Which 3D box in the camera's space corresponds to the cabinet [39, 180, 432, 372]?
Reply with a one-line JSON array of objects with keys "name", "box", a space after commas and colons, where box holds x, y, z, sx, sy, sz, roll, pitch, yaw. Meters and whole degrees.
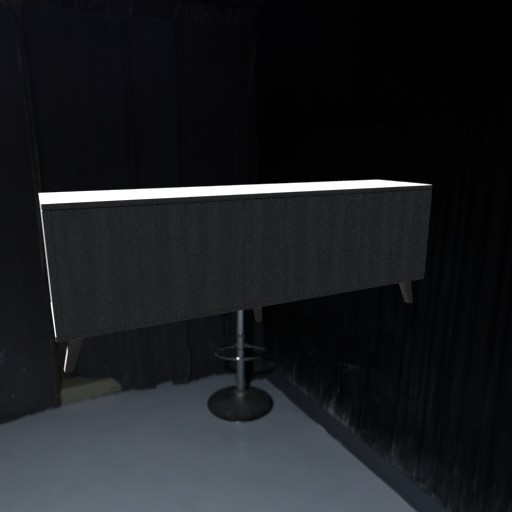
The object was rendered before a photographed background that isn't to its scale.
[{"name": "cabinet", "box": [0.000, 0.000, 2.581, 2.198, 0.779, 0.499, -7, 15, -26]}]
